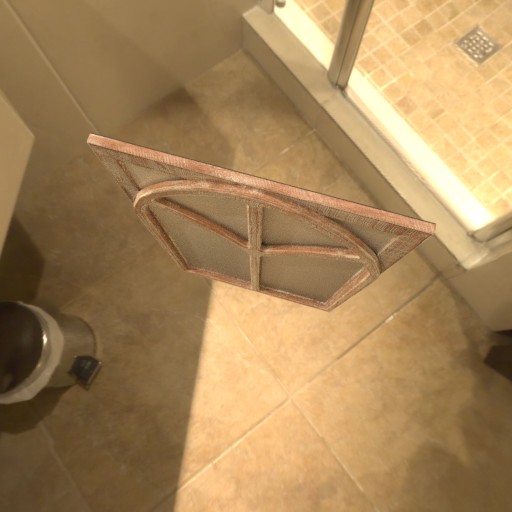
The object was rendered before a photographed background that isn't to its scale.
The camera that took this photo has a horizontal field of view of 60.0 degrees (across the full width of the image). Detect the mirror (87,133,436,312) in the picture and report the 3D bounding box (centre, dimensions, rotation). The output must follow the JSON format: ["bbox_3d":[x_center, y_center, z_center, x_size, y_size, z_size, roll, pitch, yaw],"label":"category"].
[{"bbox_3d":[0.000,0.000,0.987,0.495,0.787,0.058,15,76,4],"label":"mirror"}]
